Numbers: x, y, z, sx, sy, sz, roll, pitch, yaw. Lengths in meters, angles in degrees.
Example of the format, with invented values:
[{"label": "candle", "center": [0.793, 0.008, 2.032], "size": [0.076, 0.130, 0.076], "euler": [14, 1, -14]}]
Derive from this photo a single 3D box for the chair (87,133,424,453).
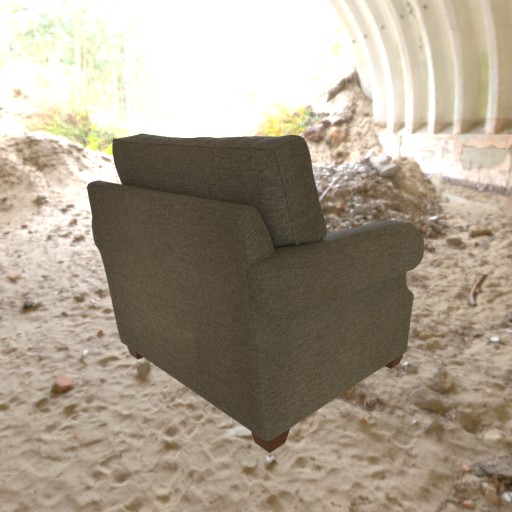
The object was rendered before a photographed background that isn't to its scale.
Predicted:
[{"label": "chair", "center": [0.000, 0.000, 1.803], "size": [0.965, 0.961, 1.092], "euler": [-14, 21, -42]}]
